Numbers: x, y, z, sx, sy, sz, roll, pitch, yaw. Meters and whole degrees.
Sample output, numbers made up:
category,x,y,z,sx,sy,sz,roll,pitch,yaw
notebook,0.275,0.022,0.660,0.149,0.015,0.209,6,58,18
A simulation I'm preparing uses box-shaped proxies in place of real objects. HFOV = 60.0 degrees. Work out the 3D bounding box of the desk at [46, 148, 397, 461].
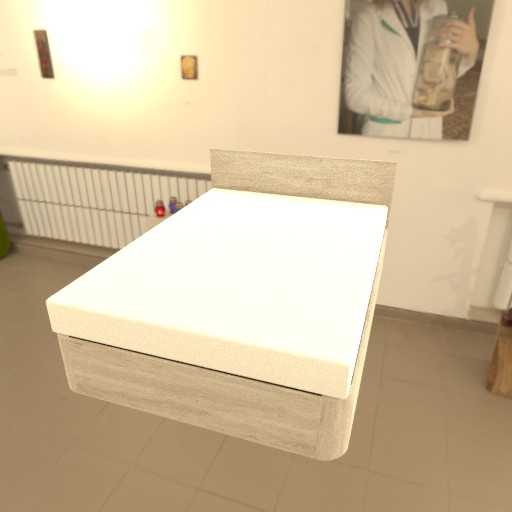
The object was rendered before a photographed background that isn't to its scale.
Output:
category,x,y,z,sx,sy,sz,roll,pitch,yaw
desk,0.000,0.000,2.615,1.400,0.800,1.900,8,27,17
